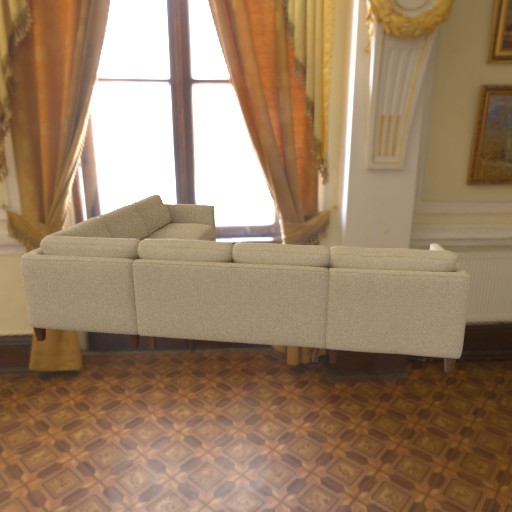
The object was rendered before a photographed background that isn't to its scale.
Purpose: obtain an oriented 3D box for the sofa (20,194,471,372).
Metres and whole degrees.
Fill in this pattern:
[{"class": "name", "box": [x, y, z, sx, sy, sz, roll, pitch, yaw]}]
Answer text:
[{"class": "sofa", "box": [0.000, 0.000, 4.335, 3.238, 0.853, 2.551, 2, 16, 8]}]
